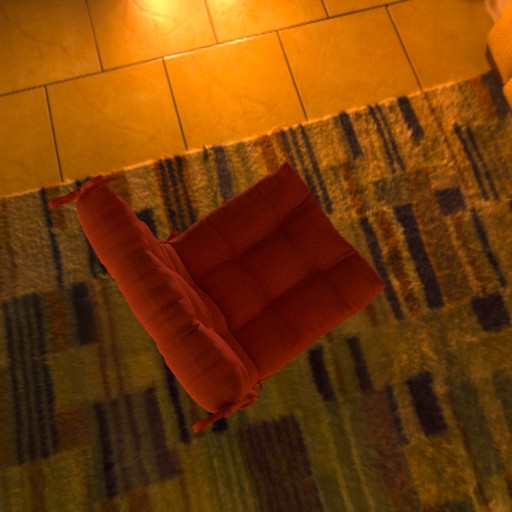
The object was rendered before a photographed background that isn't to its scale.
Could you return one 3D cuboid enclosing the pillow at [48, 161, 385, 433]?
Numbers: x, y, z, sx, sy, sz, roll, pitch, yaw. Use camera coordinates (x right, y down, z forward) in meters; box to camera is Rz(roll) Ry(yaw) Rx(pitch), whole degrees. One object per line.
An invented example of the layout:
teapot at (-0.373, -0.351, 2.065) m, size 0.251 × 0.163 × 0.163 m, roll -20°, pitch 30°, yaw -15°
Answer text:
pillow at (0.000, 0.000, 1.037) m, size 0.571 × 0.605 × 0.519 m, roll -35°, pitch 78°, yaw -9°
